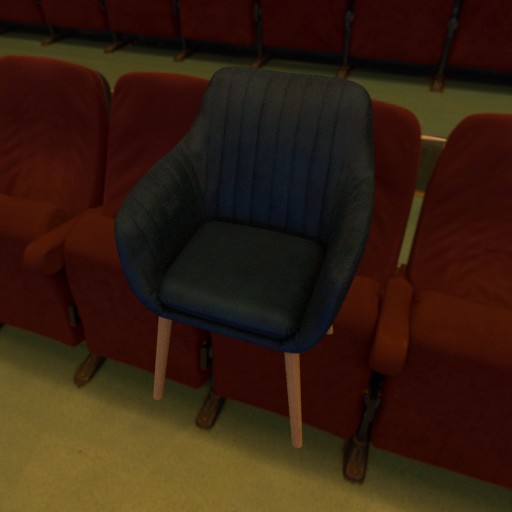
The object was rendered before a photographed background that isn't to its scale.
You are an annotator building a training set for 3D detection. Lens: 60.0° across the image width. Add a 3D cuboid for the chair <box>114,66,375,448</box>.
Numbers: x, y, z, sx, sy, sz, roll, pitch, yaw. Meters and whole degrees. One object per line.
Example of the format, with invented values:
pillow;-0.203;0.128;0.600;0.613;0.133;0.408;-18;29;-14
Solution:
chair;0.000;0.000;1.229;0.578;0.826;0.573;13;42;15
